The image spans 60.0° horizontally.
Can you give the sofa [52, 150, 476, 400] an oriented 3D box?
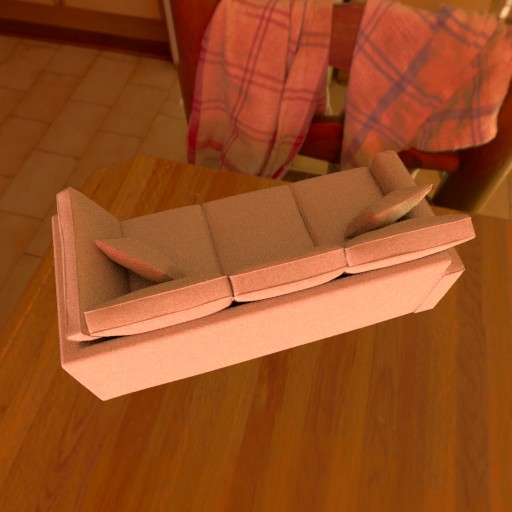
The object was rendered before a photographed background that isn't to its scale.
[{"bbox_3d":[0.000,0.000,2.848,2.317,0.962,1.061,-14,60,-8],"label":"sofa"}]
